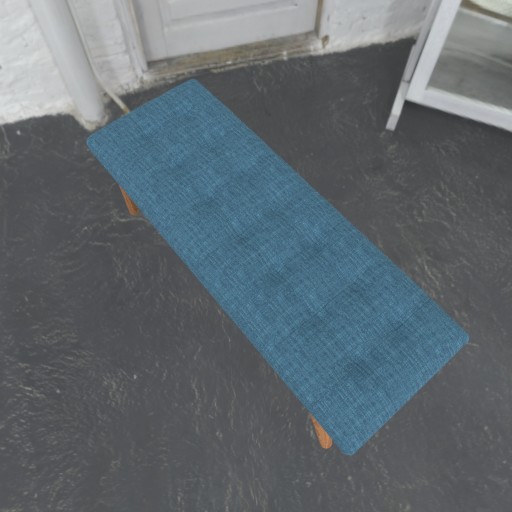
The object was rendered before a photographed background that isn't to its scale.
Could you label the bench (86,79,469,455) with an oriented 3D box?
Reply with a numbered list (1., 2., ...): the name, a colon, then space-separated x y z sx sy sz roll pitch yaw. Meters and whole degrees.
1. bench: 0.000 0.000 1.334 0.406 0.432 1.118 -36 69 -17
